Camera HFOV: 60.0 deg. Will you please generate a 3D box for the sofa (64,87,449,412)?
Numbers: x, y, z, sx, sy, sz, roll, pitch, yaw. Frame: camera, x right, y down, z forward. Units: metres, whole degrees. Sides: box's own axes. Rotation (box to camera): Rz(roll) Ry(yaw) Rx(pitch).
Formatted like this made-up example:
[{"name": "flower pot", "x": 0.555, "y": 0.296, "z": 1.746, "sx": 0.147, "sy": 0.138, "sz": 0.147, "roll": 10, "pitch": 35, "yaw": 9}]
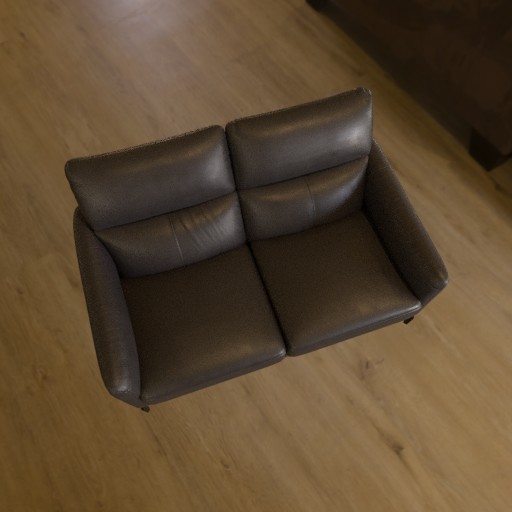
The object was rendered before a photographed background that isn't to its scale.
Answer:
[{"name": "sofa", "x": 0.000, "y": 0.000, "z": 2.134, "sx": 1.596, "sy": 0.920, "sz": 0.958, "roll": -17, "pitch": 64, "yaw": -8}]
